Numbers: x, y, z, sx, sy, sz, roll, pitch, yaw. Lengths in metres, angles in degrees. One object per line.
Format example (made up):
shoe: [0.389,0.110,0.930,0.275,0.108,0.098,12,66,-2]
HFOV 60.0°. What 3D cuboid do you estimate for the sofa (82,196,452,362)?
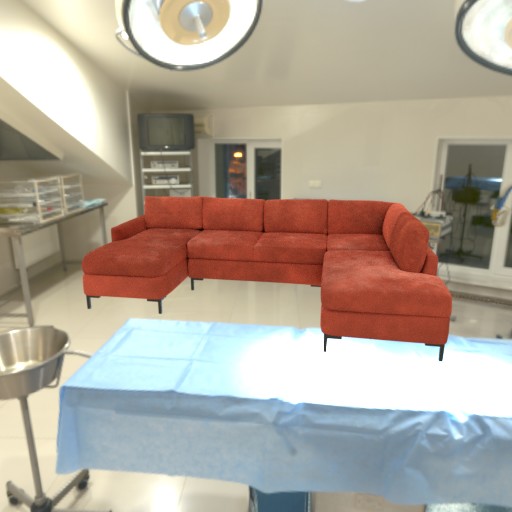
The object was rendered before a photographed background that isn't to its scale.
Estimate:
sofa: [0.000,0.000,4.053,2.971,0.858,1.981,3,15,10]
